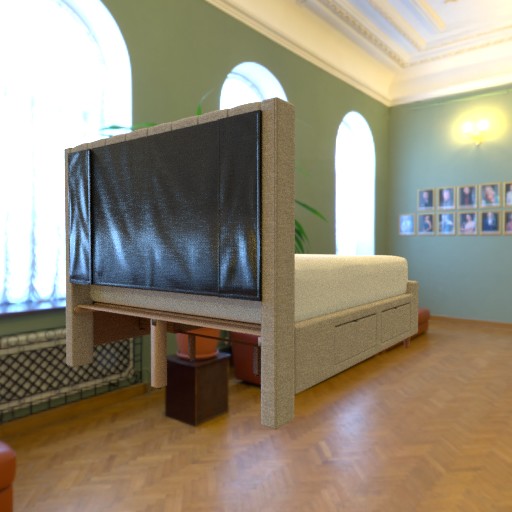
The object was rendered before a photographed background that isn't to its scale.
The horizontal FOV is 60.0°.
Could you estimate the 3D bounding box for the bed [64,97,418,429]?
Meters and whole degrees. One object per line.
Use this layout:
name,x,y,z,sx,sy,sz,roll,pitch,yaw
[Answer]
bed,0.000,0.000,3.834,2.044,1.748,2.372,1,2,37
